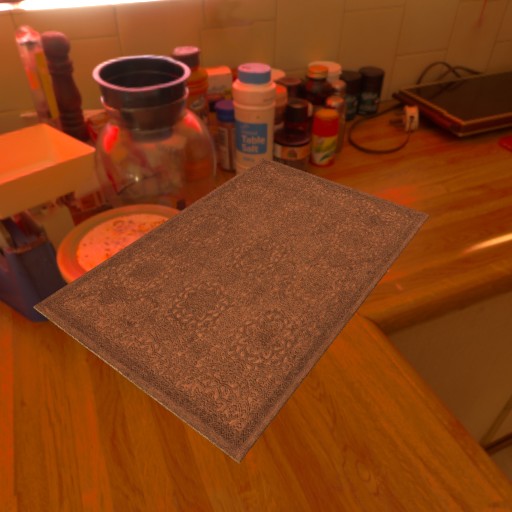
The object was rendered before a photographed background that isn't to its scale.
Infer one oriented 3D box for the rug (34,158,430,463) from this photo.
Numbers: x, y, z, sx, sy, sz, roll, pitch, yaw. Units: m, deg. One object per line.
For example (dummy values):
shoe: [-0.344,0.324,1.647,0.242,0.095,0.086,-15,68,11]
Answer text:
rug: [0.000,0.000,2.333,1.208,0.012,1.819,25,46,27]
